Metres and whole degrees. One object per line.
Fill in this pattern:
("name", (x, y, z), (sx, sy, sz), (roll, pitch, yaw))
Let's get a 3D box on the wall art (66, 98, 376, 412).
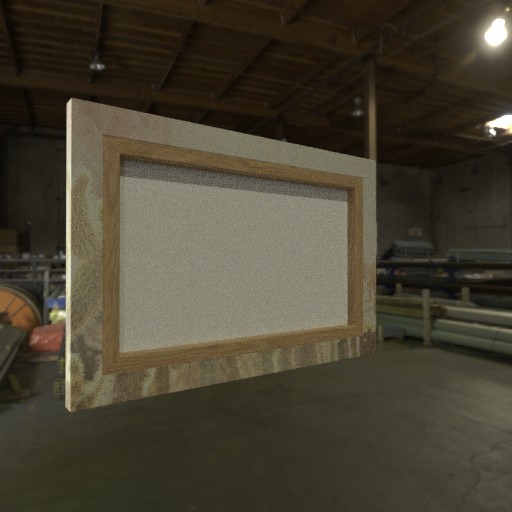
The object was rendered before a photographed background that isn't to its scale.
("wall art", (0.000, 0.000, 1.143), (0.916, 0.608, 0.040), (0, -1, -36))
